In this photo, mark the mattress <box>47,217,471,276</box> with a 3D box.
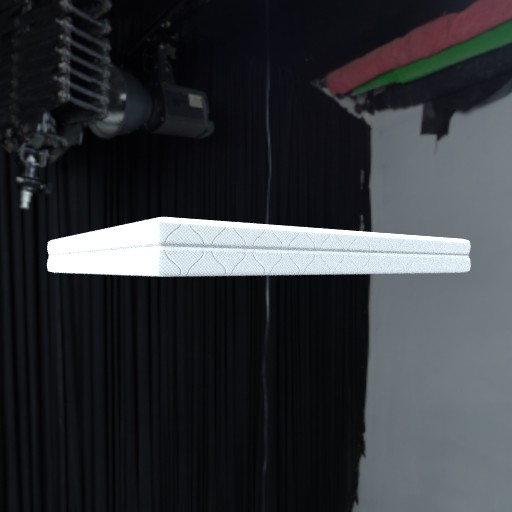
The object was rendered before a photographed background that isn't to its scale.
[{"bbox_3d":[0.000,0.000,2.673,2.000,0.200,1.600,1,-2,-37],"label":"mattress"}]
